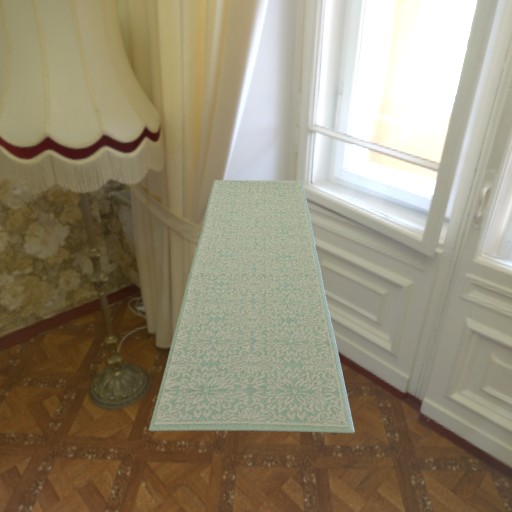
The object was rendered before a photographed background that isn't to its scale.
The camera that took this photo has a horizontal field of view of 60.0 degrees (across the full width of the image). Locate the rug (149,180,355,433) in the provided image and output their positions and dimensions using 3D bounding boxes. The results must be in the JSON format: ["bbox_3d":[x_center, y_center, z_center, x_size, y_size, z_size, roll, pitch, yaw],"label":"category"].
[{"bbox_3d":[0.000,0.000,2.362,0.662,0.011,2.196,0,31,1],"label":"rug"}]
